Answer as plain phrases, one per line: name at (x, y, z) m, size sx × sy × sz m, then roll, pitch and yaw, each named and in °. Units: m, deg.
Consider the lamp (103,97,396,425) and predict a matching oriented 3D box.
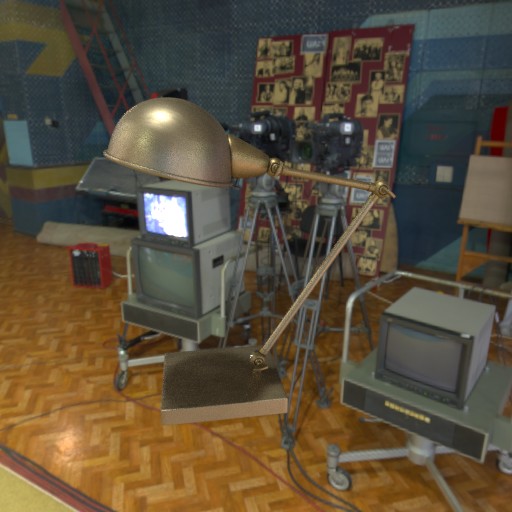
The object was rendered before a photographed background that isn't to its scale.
lamp at (0.000, 0.000, 0.552) m, size 0.339 × 0.371 × 0.149 m, roll -3°, pitch 18°, yaw -9°
